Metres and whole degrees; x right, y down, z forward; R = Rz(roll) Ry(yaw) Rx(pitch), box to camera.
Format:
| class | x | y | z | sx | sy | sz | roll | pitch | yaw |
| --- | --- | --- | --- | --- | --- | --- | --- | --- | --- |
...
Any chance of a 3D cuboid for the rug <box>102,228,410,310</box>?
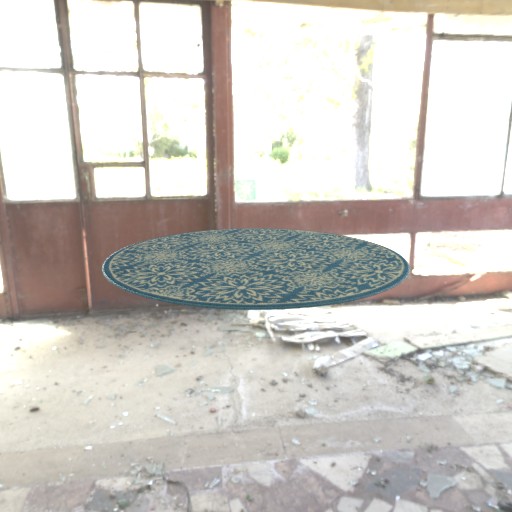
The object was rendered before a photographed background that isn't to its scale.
| class | x | y | z | sx | sy | sz | roll | pitch | yaw |
| --- | --- | --- | --- | --- | --- | --- | --- | --- | --- |
| rug | 0.000 | 0.000 | 2.418 | 1.593 | 0.012 | 1.593 | 0 | 14 | 0 |
